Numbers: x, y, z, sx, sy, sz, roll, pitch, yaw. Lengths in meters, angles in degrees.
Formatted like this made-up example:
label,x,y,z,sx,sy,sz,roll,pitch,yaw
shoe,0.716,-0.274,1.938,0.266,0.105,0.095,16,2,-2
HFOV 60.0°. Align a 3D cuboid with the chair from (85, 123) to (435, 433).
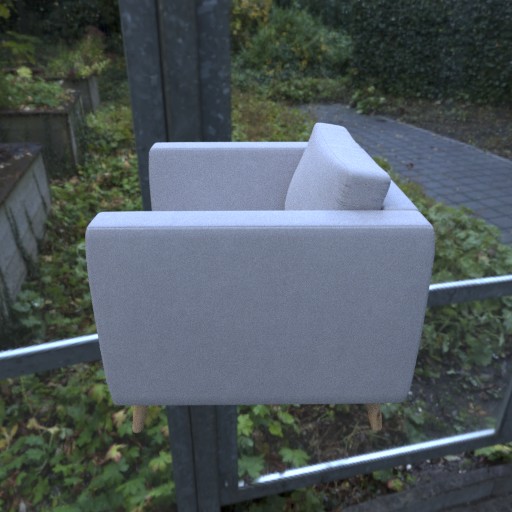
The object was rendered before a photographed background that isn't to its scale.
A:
label,x,y,z,sx,sy,sz,roll,pitch,yaw
chair,0.000,0.000,1.676,0.930,0.860,1.000,0,27,-1
